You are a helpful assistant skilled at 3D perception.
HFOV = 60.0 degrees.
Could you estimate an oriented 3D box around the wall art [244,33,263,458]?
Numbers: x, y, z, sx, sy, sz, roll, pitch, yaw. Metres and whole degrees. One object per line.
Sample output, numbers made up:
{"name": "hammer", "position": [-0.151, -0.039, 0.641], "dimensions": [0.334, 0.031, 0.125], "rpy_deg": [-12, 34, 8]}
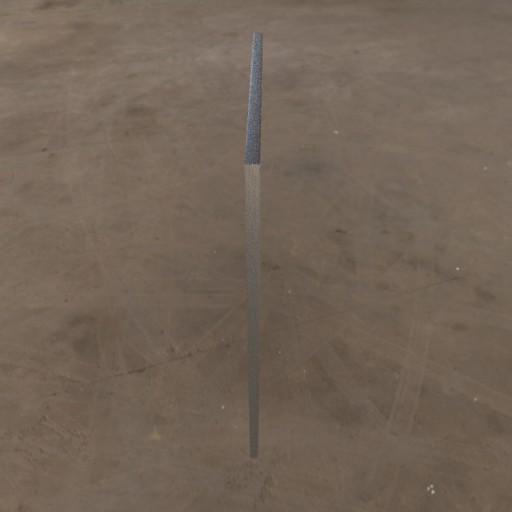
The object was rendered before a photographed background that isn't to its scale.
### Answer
{"name": "wall art", "position": [0.000, 0.000, 0.674], "dimensions": [0.013, 0.529, 0.376], "rpy_deg": [1, 41, 1]}
